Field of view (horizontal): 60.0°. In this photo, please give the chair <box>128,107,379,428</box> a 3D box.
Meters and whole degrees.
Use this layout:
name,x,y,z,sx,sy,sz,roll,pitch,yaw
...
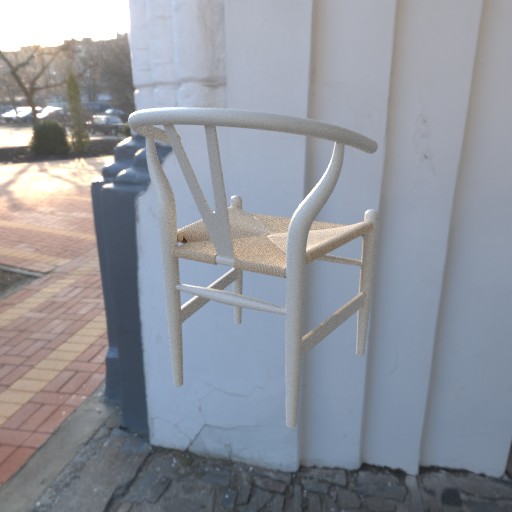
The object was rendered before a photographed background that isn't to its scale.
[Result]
name,x,y,z,sx,sy,sz,roll,pitch,yaw
chair,0.000,0.000,1.154,0.569,0.730,0.579,10,21,28
